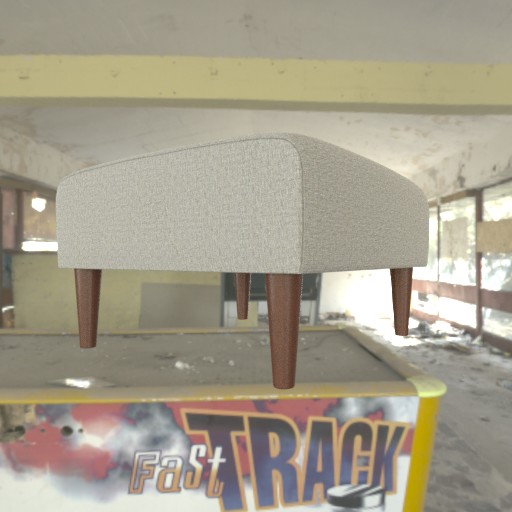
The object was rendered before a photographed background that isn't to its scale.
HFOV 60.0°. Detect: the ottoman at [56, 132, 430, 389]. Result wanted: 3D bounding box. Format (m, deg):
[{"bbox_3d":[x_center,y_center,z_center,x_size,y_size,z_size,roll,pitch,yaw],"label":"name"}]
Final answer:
[{"bbox_3d":[0.000,0.000,1.044,0.648,0.399,0.655,0,0,36],"label":"ottoman"}]
